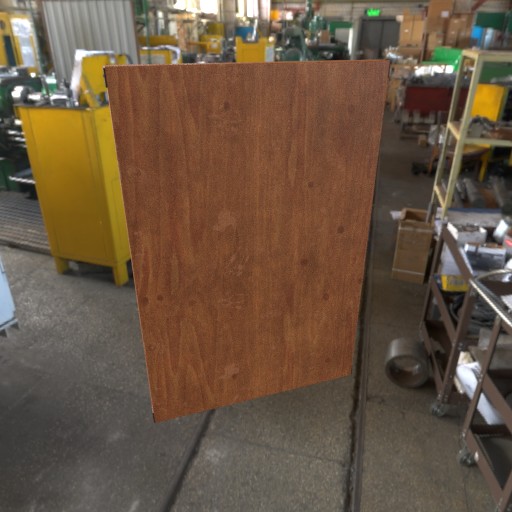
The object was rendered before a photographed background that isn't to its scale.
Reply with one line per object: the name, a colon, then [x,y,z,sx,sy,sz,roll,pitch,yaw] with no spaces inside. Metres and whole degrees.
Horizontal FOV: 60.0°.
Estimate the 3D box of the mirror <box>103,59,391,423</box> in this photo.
mirror: [0.000,0.000,0.949,0.517,0.761,0.053,-9,28,-16]
